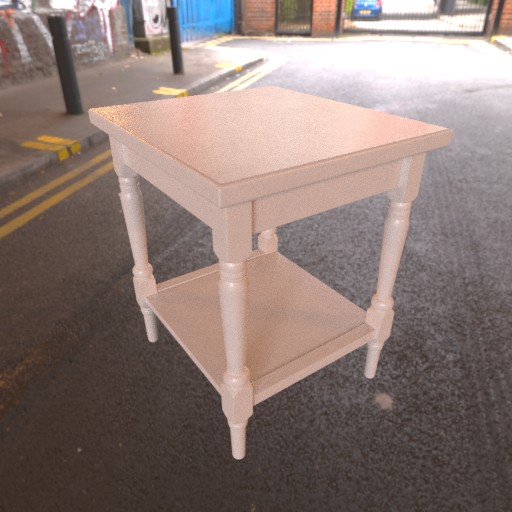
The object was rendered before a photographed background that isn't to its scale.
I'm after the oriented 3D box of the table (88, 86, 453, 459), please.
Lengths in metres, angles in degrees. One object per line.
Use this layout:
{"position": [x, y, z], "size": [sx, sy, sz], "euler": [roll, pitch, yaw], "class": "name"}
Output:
{"position": [0.000, 0.000, 0.923], "size": [0.442, 0.565, 0.488], "euler": [-20, 36, -30], "class": "table"}
